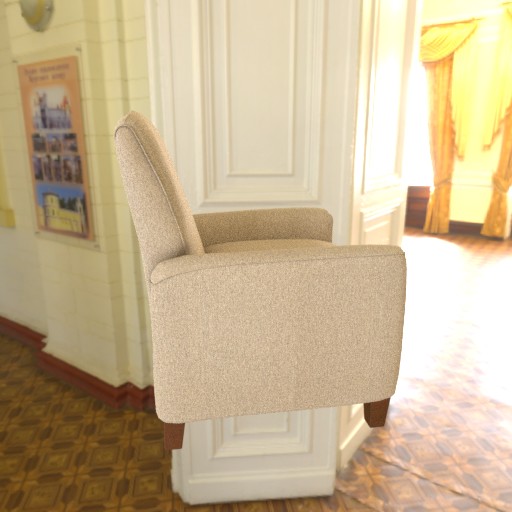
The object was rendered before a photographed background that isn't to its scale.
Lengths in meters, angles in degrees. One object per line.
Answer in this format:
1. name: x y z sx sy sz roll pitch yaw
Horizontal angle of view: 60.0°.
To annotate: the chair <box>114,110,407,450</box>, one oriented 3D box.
1. chair: 0.000 0.000 1.640 0.864 1.014 0.848 -3 15 -9
